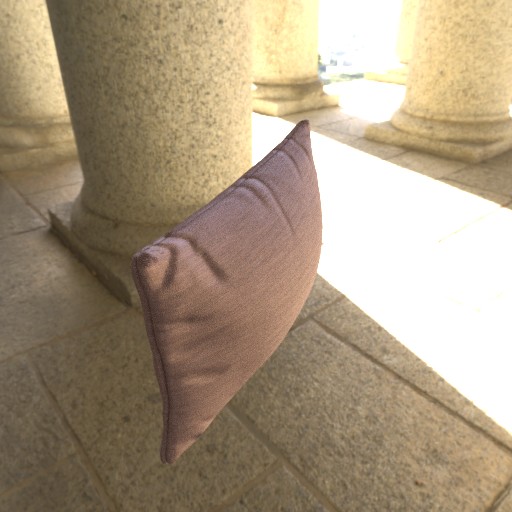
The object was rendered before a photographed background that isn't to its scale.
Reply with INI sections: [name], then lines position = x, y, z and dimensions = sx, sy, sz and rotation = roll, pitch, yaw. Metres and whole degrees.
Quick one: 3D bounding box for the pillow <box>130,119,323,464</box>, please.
[pillow]
position = 0.000, 0.000, 0.781
dimensions = 0.210, 0.338, 0.633
rotation = 11, 32, 18
